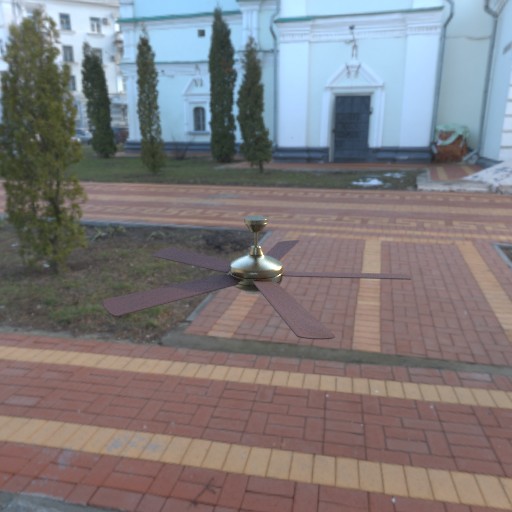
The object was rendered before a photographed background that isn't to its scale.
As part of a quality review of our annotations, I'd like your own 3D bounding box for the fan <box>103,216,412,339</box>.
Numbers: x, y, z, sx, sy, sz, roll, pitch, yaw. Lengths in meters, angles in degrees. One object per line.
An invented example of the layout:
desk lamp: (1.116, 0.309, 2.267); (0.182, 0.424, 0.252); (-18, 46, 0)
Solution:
fan: (0.000, 0.000, 2.049); (1.321, 0.356, 1.321); (8, 18, 27)
